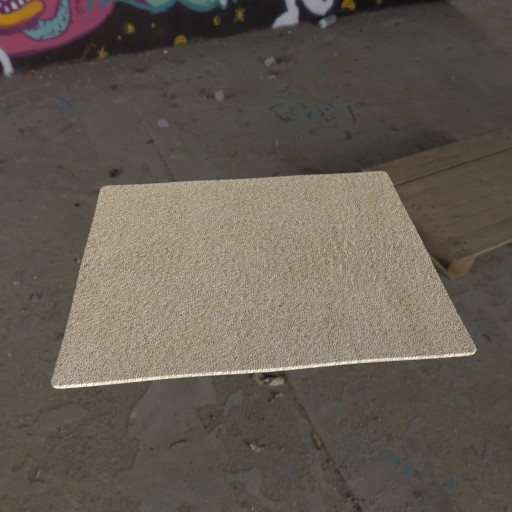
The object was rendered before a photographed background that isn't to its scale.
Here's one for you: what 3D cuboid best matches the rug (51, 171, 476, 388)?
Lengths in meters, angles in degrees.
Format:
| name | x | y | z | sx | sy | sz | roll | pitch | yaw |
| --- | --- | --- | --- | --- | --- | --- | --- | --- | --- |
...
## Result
| name | x | y | z | sx | sy | sz | roll | pitch | yaw |
| --- | --- | --- | --- | --- | --- | --- | --- | --- | --- |
| rug | 0.000 | 0.000 | 2.069 | 1.600 | 0.027 | 1.200 | -4 | 46 | -4 |
